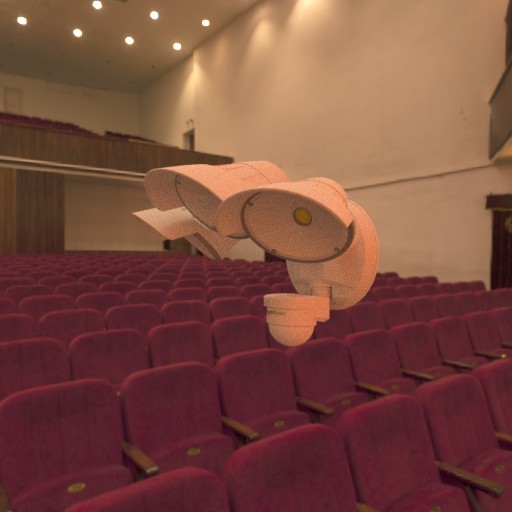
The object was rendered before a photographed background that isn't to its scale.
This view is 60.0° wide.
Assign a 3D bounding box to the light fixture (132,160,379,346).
[{"bbox_3d":[0.000,0.000,0.551,0.278,0.237,0.369,0,0,-37],"label":"light fixture"}]
